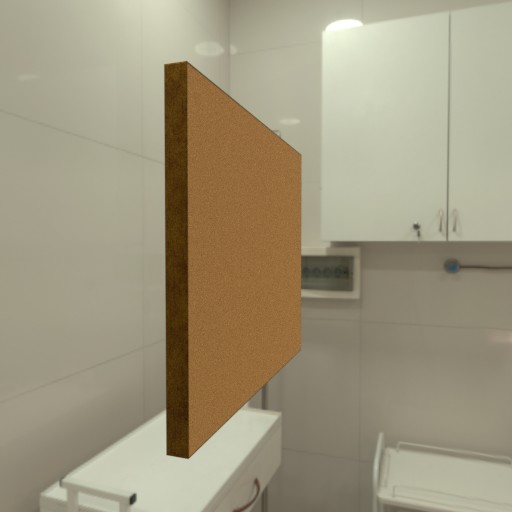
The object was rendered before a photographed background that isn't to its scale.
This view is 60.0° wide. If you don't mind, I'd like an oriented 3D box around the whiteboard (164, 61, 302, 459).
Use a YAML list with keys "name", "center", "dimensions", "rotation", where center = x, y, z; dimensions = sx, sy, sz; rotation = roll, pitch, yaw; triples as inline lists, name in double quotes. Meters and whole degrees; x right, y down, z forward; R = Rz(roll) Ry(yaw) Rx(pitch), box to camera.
- name: "whiteboard"
  center: [0.000, 0.000, 0.778]
  dimensions: [0.029, 0.457, 0.561]
  rotation: [1, 2, 19]
